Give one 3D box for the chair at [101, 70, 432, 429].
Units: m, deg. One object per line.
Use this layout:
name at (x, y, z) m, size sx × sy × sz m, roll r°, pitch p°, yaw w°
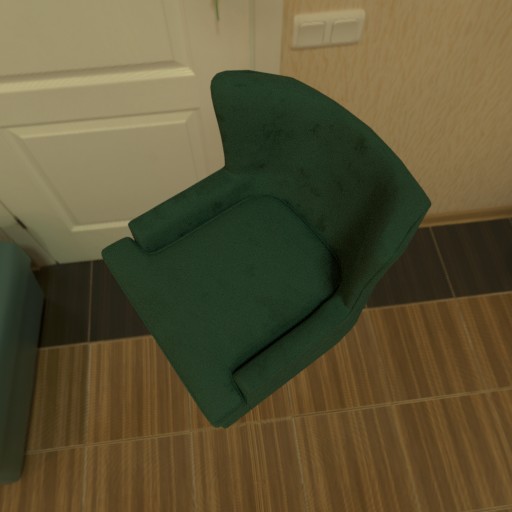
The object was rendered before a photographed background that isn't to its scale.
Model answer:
chair at (0.000, 0.000, 1.608) m, size 0.910 × 0.952 × 0.793 m, roll -33°, pitch 68°, yaw -16°
